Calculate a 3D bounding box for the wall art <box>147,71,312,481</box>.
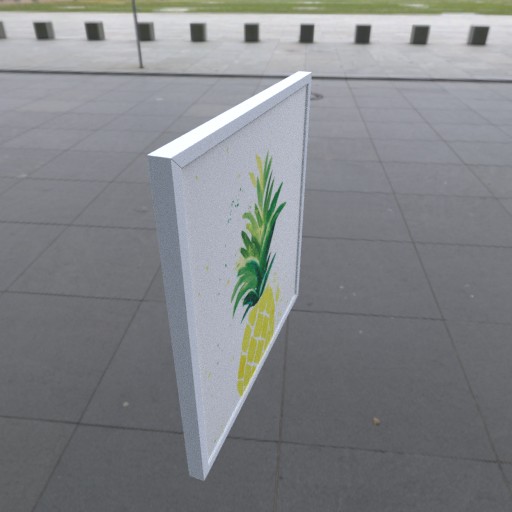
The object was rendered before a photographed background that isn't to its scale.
[{"bbox_3d":[0.000,0.000,1.123,0.038,0.761,0.763,11,33,18],"label":"wall art"}]
